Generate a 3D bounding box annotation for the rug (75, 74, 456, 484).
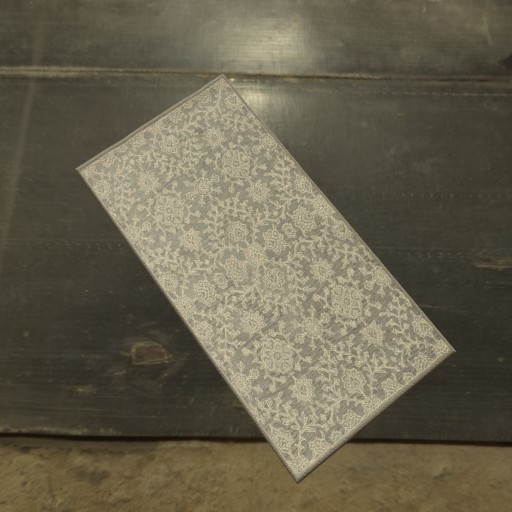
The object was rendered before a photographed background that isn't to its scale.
[{"bbox_3d":[0.000,0.000,3.573,1.546,0.011,3.048,-36,79,-8],"label":"rug"}]
